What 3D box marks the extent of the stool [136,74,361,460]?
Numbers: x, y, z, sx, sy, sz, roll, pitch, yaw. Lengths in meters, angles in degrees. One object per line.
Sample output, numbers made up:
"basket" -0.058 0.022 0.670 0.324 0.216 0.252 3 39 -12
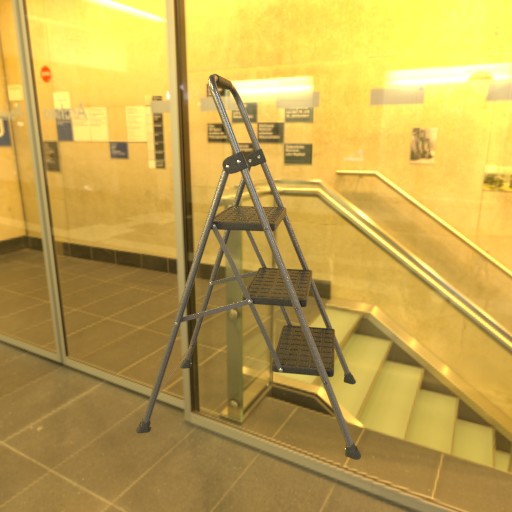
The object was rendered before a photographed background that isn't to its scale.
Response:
"stool" 0.000 0.000 1.482 0.733 1.121 0.473 3 15 10
